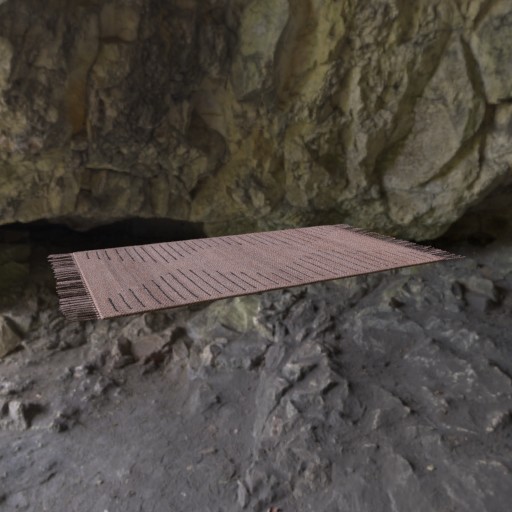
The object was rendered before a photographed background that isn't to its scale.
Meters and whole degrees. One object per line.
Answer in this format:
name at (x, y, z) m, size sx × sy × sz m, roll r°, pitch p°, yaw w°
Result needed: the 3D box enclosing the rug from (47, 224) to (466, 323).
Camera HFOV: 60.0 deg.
rug at (0.000, 0.000, 2.045) m, size 1.718 × 0.017 × 0.905 m, roll -8°, pitch 17°, yaw -26°
